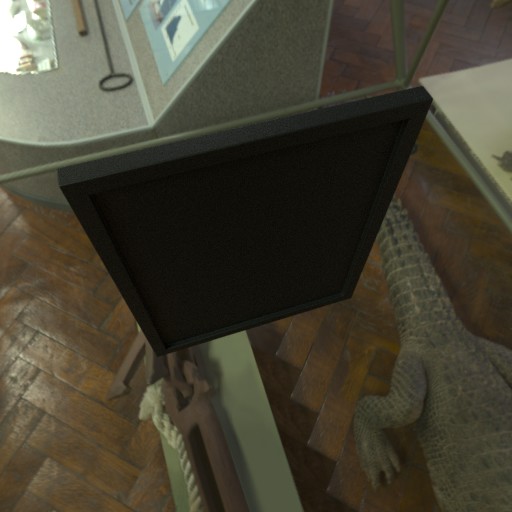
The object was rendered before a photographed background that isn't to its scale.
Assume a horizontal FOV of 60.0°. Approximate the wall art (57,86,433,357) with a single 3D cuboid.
[{"bbox_3d":[0.000,0.000,0.759,0.457,0.559,0.028,-16,60,-9],"label":"wall art"}]
